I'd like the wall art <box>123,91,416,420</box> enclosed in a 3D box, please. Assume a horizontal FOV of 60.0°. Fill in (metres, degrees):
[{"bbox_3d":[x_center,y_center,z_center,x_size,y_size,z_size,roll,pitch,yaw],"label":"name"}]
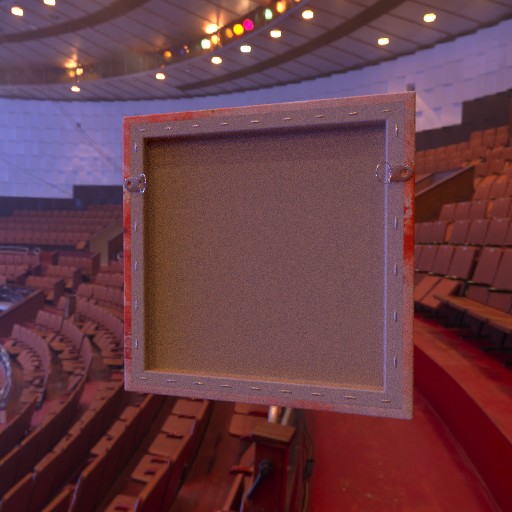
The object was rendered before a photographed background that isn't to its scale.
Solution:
[{"bbox_3d":[0.000,0.000,1.108,0.747,0.746,0.064,0,2,16],"label":"wall art"}]
